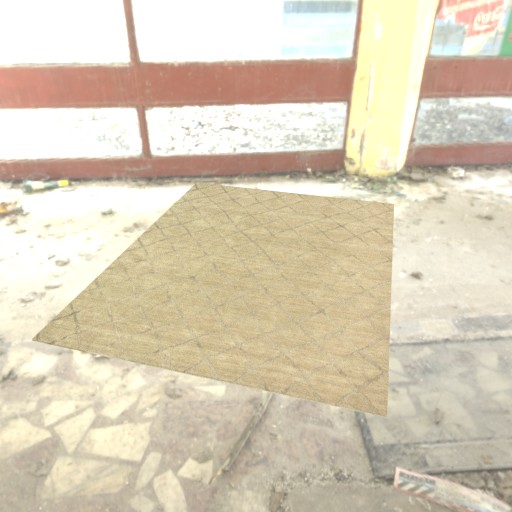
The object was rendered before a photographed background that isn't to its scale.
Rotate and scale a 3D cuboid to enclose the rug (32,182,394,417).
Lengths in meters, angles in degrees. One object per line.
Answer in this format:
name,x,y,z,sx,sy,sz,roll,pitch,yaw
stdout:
rug,0.000,0.000,4.083,2.420,0.019,3.038,8,32,13
